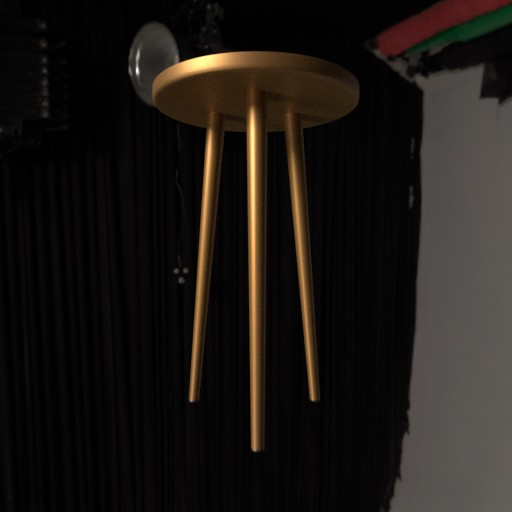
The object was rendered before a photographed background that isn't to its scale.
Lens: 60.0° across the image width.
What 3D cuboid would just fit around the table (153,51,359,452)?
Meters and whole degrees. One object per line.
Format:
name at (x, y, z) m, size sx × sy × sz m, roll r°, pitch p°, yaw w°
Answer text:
table at (0.000, 0.000, 0.665) m, size 0.299 × 0.480 × 0.299 m, roll -1°, pitch 2°, yaw -34°
